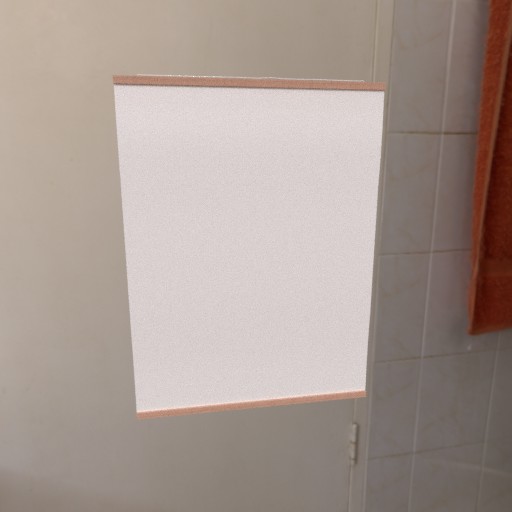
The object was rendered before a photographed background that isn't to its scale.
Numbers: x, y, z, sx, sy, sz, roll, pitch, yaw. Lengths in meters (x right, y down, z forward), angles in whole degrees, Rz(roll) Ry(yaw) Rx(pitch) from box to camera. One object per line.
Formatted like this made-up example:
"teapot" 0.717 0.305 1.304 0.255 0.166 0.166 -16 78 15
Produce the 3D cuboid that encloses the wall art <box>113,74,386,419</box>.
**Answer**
"wall art" 0.000 0.000 1.338 0.758 1.013 0.020 -2 14 -10
